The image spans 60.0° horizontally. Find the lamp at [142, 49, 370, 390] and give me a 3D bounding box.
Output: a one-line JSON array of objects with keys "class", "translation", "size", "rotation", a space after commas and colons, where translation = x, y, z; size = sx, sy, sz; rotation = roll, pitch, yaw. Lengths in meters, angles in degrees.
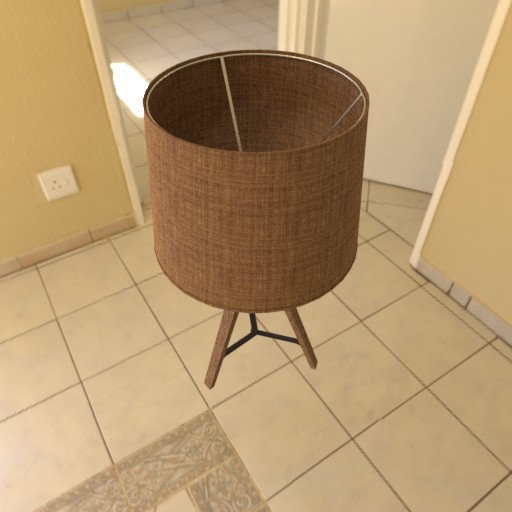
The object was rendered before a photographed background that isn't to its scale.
[{"class": "lamp", "translation": [0.000, 0.000, 0.673], "size": [0.290, 0.514, 0.290], "rotation": [0, 45, 0]}]
